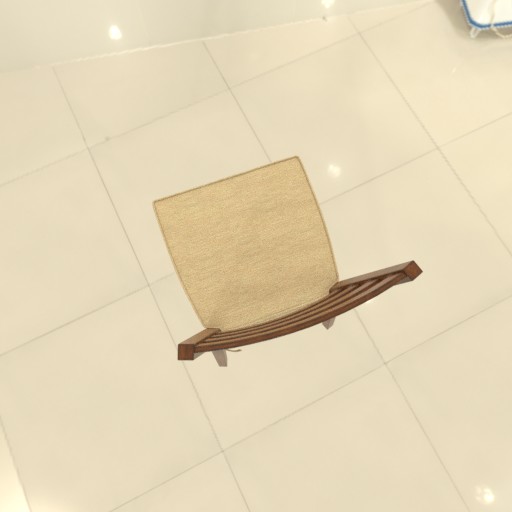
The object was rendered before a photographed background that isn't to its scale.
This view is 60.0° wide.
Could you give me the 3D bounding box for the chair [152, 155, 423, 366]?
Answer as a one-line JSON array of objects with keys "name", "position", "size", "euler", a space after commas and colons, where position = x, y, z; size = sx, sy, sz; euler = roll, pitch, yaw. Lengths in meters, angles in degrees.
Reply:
[{"name": "chair", "position": [0.000, 0.000, 1.383], "size": [0.593, 0.979, 0.595], "euler": [-19, 75, -5]}]
